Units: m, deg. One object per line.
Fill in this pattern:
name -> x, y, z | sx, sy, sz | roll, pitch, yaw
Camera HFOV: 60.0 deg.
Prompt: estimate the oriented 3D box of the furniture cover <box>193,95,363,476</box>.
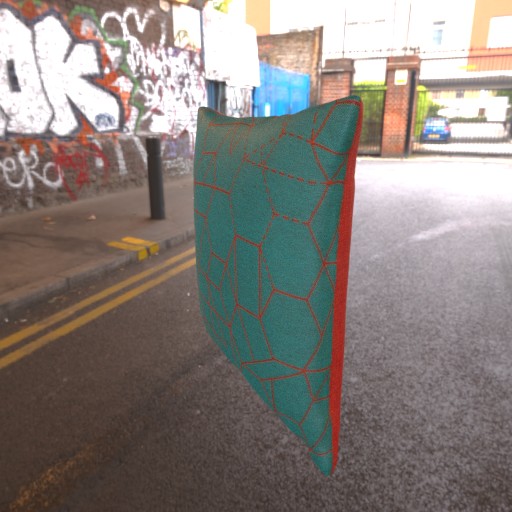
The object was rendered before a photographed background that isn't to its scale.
furniture cover -> 0.000, 0.000, 0.772 | 0.158, 0.508, 0.517 | -8, 19, -25
